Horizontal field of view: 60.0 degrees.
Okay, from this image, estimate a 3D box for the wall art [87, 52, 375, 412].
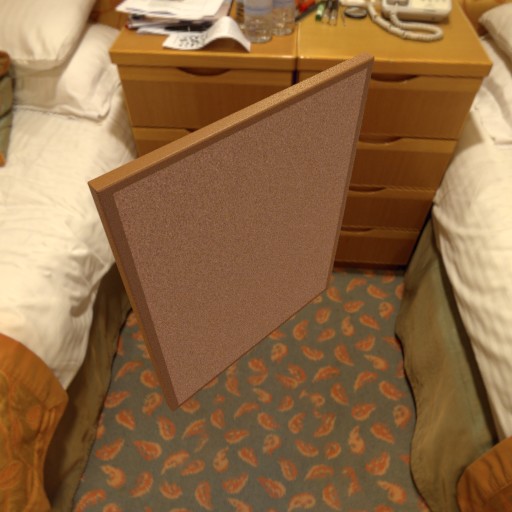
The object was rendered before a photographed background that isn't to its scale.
[{"bbox_3d":[0.000,0.000,0.519,0.310,0.379,0.015,-34,57,-27],"label":"wall art"}]
